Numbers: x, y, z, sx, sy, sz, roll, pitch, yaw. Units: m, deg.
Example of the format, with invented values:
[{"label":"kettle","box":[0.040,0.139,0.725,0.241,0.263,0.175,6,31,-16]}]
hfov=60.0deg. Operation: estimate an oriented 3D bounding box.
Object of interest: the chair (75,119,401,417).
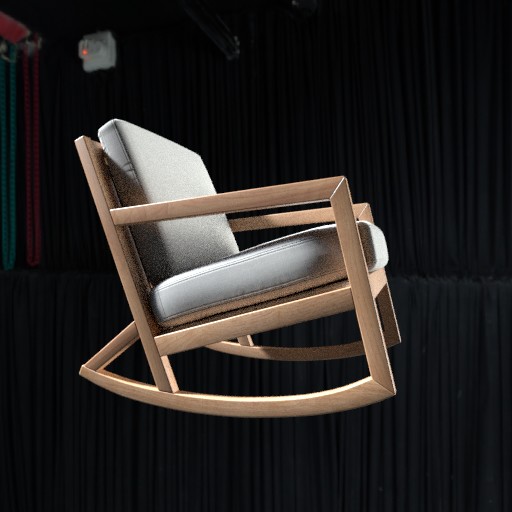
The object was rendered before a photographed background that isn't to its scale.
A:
[{"label":"chair","box":[0.000,0.000,1.393,0.857,0.790,0.622,0,1,19]}]
